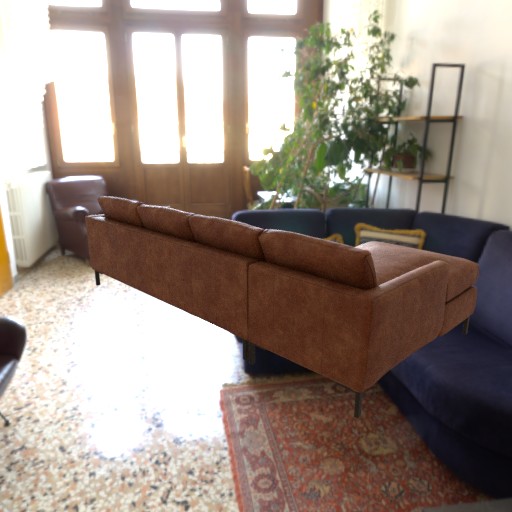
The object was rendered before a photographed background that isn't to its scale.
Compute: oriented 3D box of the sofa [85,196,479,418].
[{"bbox_3d":[0.000,0.000,3.594,1.471,0.859,2.993,-15,22,-43],"label":"sofa"}]
